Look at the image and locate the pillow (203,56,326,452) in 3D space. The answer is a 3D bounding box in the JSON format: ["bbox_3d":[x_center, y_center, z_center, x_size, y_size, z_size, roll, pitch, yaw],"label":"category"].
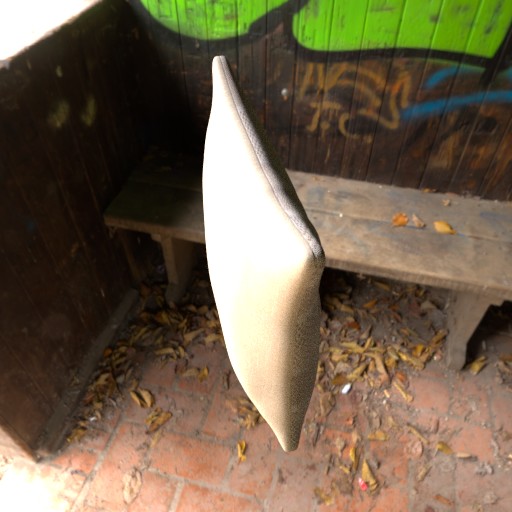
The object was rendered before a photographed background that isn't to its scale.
[{"bbox_3d":[0.000,0.000,0.671,0.138,0.432,0.436,-10,47,-10],"label":"pillow"}]
